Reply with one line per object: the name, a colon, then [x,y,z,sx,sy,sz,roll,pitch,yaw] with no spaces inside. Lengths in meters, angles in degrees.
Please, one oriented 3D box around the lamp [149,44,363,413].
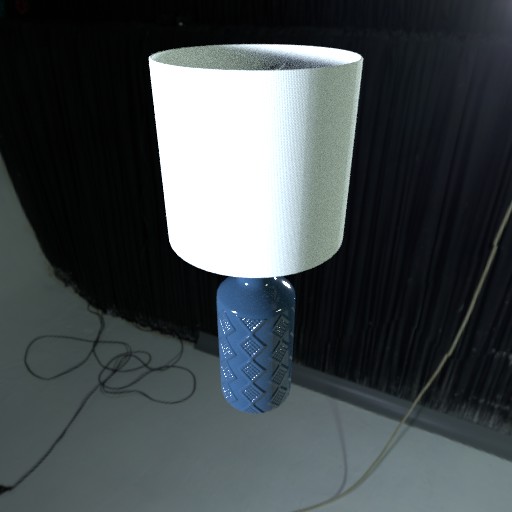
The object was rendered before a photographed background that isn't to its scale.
lamp: [0.000,0.000,0.554,0.207,0.461,0.207,11,32,17]
